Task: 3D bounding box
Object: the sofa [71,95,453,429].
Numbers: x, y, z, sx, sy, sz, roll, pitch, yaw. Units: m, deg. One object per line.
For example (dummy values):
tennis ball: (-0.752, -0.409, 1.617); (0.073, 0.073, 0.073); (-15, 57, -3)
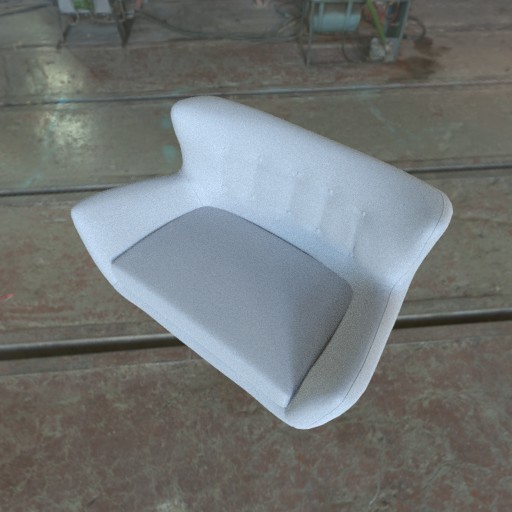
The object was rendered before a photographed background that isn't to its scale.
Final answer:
sofa: (0.000, 0.000, 1.985); (1.424, 0.878, 0.921); (31, 54, 26)
